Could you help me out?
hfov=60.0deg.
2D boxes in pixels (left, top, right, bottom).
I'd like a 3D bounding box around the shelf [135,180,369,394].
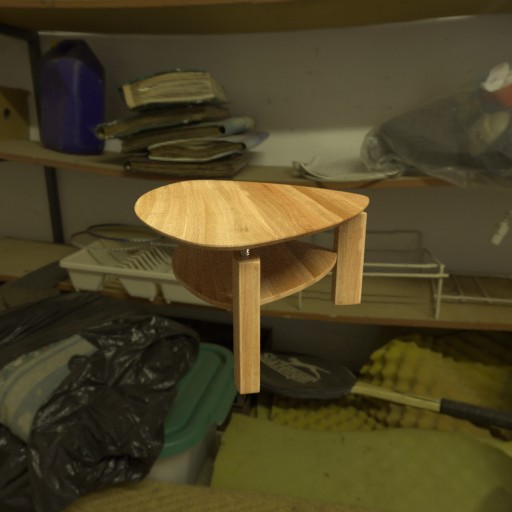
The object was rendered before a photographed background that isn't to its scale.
[{"bbox_3d":[0.000,0.000,1.705,0.863,0.439,1.240,-3,17,-10],"label":"shelf"}]
